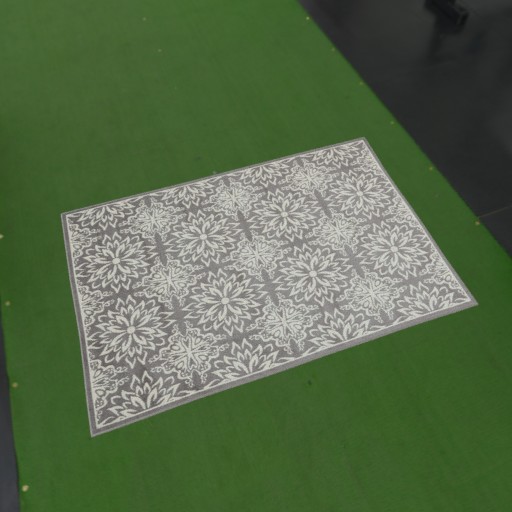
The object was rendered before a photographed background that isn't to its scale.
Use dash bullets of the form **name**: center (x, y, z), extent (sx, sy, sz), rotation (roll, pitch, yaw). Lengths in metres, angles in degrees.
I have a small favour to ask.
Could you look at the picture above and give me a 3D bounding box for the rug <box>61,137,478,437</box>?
- **rug**: center (0.000, 0.000, 2.284), extent (1.847, 0.012, 1.224), rotation (-16, 59, -10)
